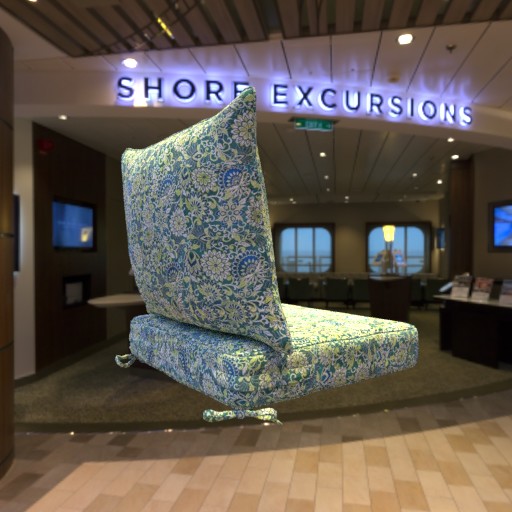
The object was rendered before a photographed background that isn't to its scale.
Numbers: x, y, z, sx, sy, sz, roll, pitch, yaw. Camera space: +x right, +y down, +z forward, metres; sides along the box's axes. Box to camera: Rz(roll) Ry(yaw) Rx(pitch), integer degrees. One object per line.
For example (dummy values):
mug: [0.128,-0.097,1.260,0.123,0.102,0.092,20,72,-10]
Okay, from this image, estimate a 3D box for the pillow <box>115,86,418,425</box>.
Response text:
pillow: [0.000,0.000,1.386,0.740,0.722,0.798,-1,1,-36]
